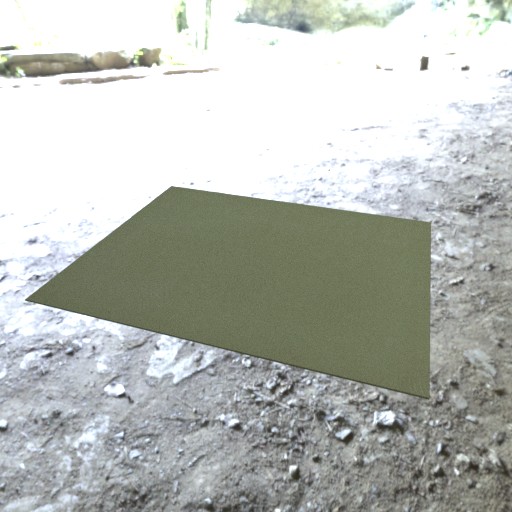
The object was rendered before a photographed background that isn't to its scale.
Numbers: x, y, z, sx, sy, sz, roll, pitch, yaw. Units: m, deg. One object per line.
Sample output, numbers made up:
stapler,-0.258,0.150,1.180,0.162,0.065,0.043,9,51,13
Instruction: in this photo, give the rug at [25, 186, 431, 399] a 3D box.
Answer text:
rug,0.000,0.000,3.458,2.584,0.011,2.073,10,33,16
